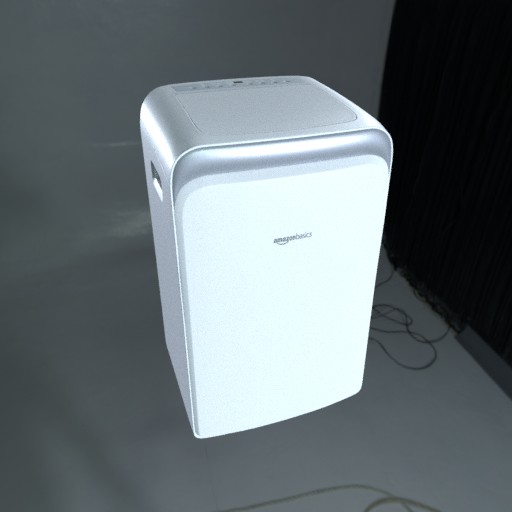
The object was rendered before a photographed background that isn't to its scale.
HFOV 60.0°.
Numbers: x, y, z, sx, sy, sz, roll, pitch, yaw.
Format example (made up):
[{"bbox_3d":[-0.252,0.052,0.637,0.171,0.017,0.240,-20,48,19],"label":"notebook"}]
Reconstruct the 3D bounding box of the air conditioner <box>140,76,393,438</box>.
[{"bbox_3d":[0.000,0.000,1.091,0.478,0.765,0.467,-10,34,-16],"label":"air conditioner"}]
